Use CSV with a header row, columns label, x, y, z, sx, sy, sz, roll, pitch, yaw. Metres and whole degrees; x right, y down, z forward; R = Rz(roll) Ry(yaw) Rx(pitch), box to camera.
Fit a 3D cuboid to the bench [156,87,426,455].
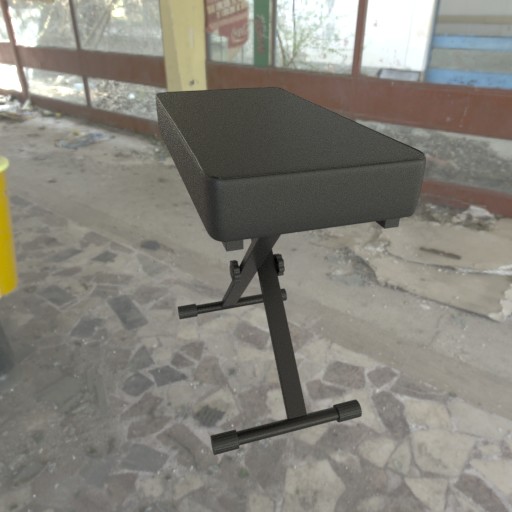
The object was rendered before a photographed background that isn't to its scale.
label,x,y,z,sx,sy,sz,roll,pitch,yaw
bench,0.000,0.000,0.911,0.300,0.561,0.600,-8,30,-15
